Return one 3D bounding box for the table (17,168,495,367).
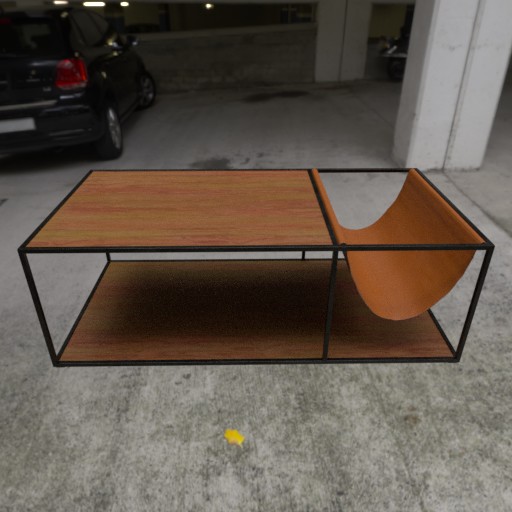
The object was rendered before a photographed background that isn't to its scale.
[{"bbox_3d":[0.000,0.000,1.468,1.199,0.403,0.597,0,30,-1],"label":"table"}]
